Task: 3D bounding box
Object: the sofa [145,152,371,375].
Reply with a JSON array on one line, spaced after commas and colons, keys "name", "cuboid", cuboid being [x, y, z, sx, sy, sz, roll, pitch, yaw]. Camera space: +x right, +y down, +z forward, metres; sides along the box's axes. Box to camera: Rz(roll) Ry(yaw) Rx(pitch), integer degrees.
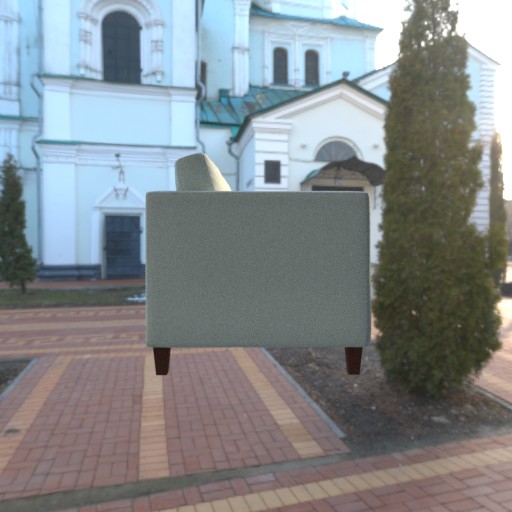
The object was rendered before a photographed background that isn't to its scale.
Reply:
[{"name": "sofa", "cuboid": [0.000, 0.000, 2.986, 0.948, 0.965, 2.434, 0, 1, -1]}]
